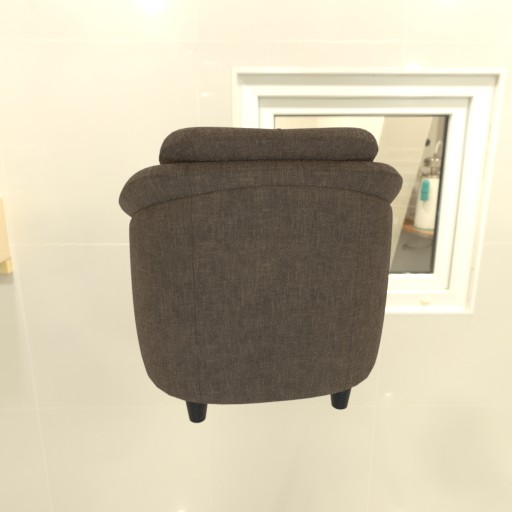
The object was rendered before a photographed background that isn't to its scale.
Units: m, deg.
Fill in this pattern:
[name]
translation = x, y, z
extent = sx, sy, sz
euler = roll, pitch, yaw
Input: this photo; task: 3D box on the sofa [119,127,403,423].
[sofa]
translation = 0.000, 0.000, 1.477
extent = 0.870, 0.811, 0.794
euler = -2, 15, -8
